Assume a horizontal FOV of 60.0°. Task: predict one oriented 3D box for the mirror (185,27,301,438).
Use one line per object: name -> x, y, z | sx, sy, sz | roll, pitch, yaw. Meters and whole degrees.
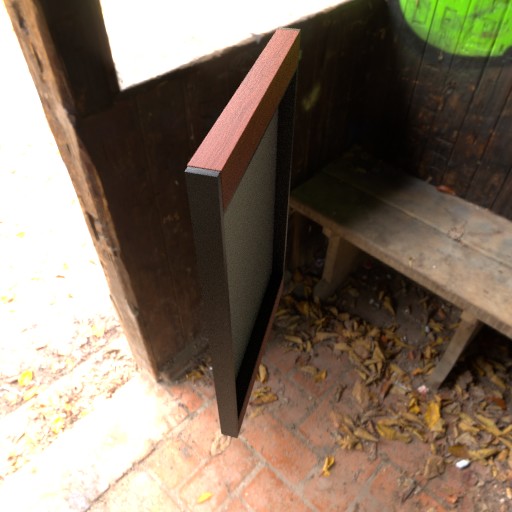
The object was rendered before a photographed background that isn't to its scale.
mirror -> 0.000, 0.000, 1.030 | 0.047, 0.823, 0.525 | 11, 47, 11
